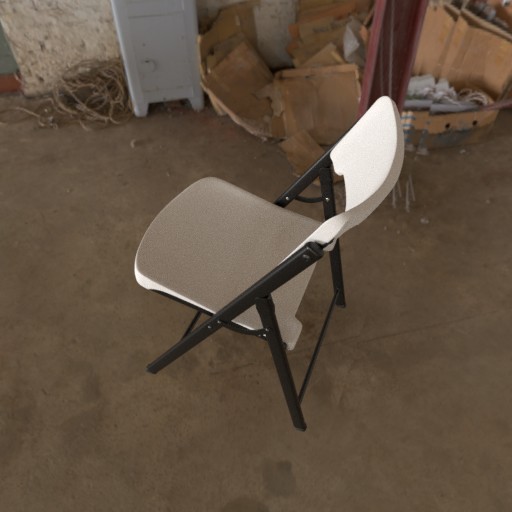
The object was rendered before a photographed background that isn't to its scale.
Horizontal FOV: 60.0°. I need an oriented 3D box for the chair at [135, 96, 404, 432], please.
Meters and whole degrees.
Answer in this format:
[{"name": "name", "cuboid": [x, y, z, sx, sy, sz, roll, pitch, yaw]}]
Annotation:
[{"name": "chair", "cuboid": [0.000, 0.000, 1.146, 0.577, 0.765, 0.482, 16, 49, 15]}]
